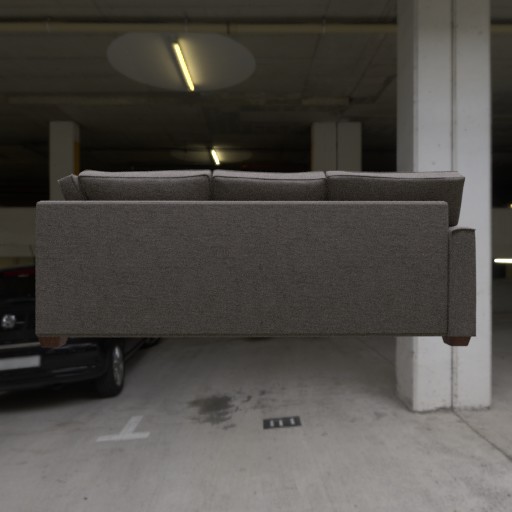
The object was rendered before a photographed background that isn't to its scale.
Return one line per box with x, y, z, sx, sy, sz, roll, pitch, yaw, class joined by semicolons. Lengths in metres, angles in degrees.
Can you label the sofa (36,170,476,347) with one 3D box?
0.000;0.000;2.824;2.317;0.962;1.061;0;0;-1;sofa
